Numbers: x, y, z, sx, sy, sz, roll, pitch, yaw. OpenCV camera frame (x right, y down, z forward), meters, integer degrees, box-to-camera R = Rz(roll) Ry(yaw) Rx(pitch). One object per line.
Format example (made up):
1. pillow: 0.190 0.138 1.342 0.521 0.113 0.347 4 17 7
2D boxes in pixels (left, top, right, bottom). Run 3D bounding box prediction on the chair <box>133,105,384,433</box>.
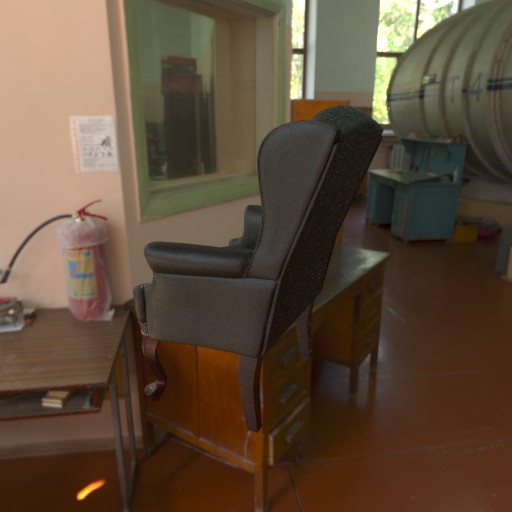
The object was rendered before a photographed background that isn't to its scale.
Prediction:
1. chair: 0.000 0.000 1.770 0.822 1.133 0.831 8 19 24
